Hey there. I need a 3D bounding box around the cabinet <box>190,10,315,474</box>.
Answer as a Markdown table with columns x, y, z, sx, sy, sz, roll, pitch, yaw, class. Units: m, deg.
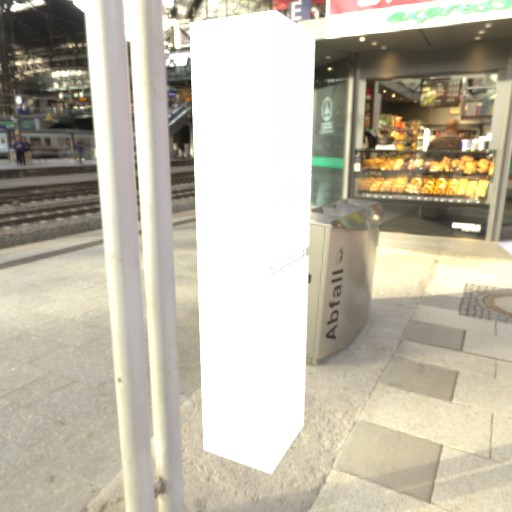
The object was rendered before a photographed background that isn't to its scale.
| x | y | z | sx | sy | sz | roll | pitch | yaw | class |
| --- | --- | --- | --- | --- | --- | --- | --- | --- | --- |
| 0.000 | 0.000 | 1.496 | 0.269 | 1.400 | 0.300 | 7 | 16 | 26 | cabinet |
